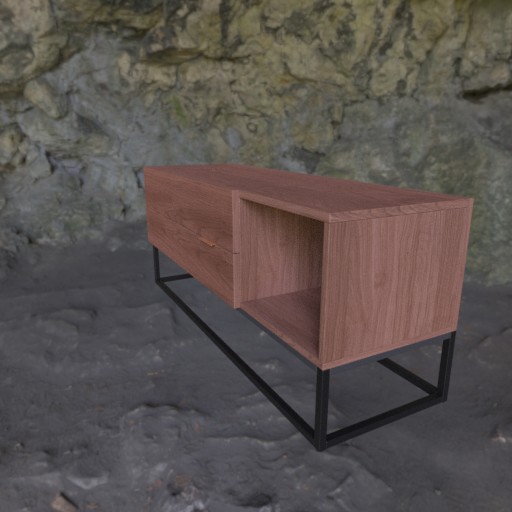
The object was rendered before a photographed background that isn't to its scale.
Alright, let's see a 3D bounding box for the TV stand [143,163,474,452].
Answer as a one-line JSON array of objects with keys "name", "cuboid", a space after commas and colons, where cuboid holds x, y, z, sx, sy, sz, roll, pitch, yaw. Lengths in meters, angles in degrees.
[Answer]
[{"name": "TV stand", "cuboid": [0.000, 0.000, 1.428, 0.415, 0.500, 1.200, -8, 18, -27]}]
